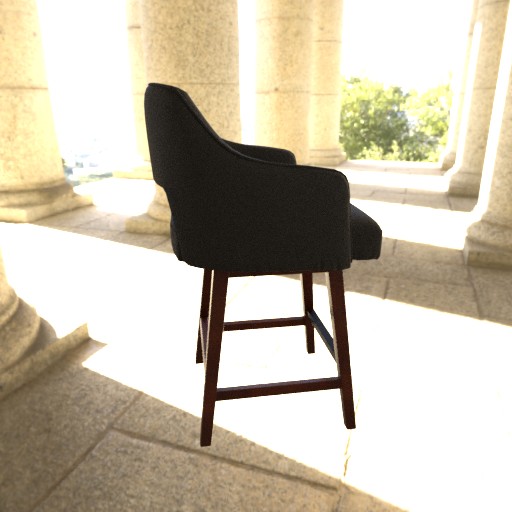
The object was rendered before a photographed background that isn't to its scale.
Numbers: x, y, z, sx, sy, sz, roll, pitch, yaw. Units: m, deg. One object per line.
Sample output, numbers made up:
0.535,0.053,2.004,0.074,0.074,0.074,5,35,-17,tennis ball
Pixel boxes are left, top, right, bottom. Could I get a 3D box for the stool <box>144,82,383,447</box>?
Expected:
0.000,0.000,1.262,0.558,0.912,0.548,-3,19,-9,stool
